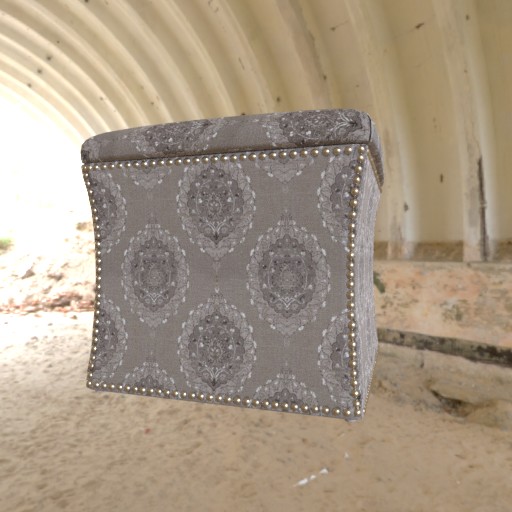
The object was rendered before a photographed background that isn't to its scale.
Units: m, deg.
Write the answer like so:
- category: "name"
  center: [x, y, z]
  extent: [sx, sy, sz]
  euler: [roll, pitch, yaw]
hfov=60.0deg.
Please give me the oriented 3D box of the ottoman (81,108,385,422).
- category: "ottoman"
  center: [0.000, 0.000, 0.914]
  extent: [0.507, 0.473, 0.497]
  euler: [0, 1, 18]
